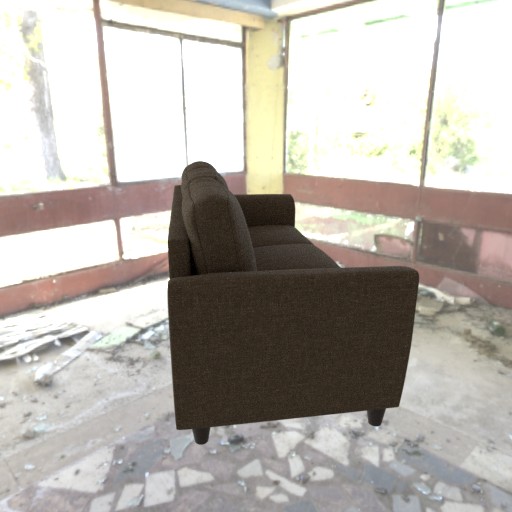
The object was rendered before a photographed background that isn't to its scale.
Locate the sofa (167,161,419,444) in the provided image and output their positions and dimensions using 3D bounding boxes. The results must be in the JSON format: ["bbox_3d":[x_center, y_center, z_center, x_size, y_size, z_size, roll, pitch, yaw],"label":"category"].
[{"bbox_3d":[0.000,0.000,2.300,0.837,0.891,1.847,-3,16,-9],"label":"sofa"}]
